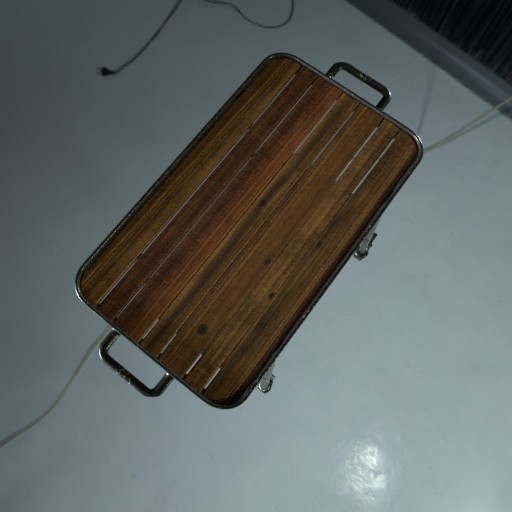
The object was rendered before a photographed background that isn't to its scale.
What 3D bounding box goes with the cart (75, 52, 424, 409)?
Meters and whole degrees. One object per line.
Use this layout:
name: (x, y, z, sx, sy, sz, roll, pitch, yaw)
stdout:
cart: (0.000, 0.000, 1.225, 0.515, 0.700, 0.806, 36, 78, 9)
